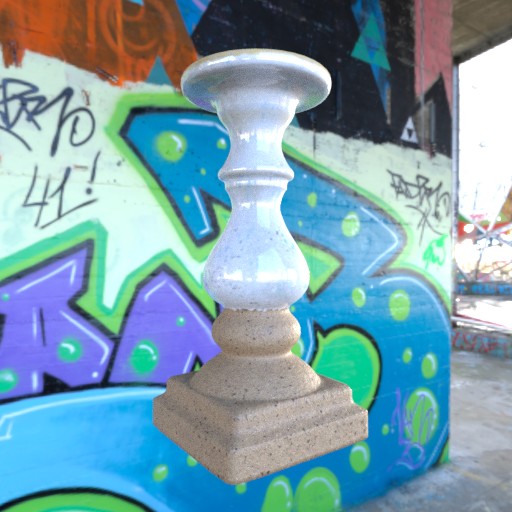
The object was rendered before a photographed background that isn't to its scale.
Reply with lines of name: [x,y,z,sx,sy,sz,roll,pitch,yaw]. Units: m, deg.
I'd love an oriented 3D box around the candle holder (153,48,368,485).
candle holder: [0.000,0.000,0.304,0.110,0.239,0.110,0,0,-35]
